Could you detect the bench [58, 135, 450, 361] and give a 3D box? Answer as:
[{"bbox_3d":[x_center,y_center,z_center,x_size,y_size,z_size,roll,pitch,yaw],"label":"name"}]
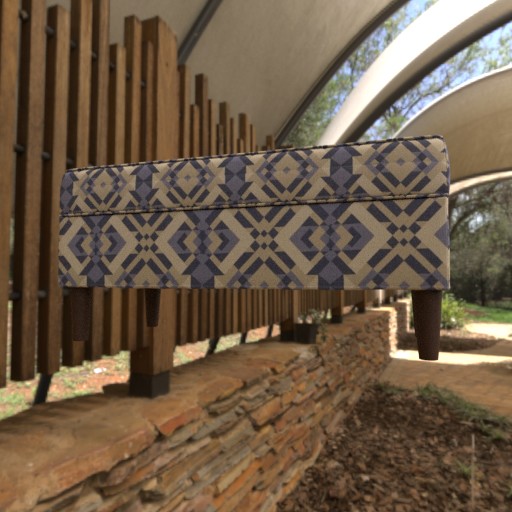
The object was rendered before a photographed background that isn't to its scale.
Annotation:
[{"bbox_3d":[0.000,0.000,1.289,1.016,0.477,0.492,-1,-3,18],"label":"bench"}]
